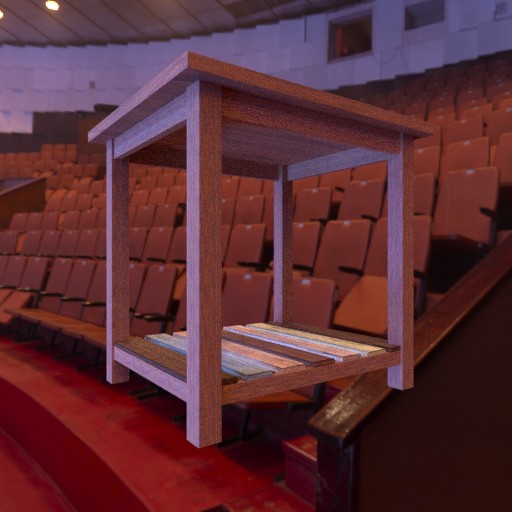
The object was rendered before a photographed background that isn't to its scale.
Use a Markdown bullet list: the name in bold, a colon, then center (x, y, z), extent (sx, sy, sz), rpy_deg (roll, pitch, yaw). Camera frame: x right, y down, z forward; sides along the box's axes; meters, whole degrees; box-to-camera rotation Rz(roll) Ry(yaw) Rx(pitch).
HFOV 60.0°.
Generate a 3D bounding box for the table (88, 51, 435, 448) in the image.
- **table**: center (0.000, 0.000, 1.104), extent (0.660, 0.635, 0.559), rpy_deg (0, 0, -36)
